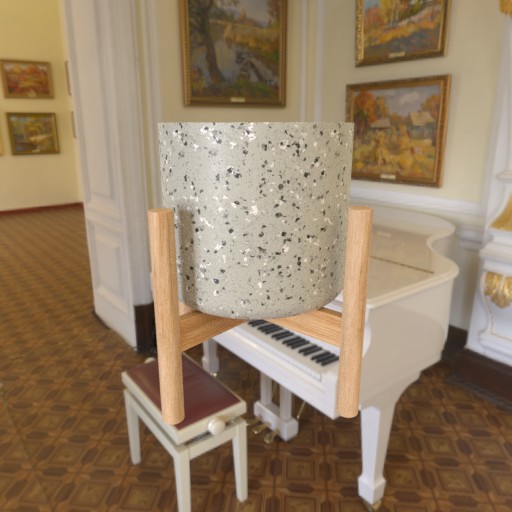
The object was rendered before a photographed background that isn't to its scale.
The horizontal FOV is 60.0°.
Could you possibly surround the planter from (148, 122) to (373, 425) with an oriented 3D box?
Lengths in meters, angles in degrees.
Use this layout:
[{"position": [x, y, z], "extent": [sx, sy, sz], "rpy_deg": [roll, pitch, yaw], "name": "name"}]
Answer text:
[{"position": [0.000, 0.000, 0.557], "extent": [0.284, 0.320, 0.284], "rpy_deg": [-8, 18, -25], "name": "planter"}]
